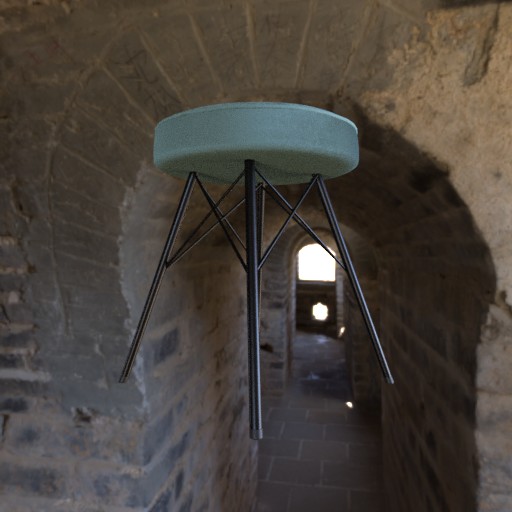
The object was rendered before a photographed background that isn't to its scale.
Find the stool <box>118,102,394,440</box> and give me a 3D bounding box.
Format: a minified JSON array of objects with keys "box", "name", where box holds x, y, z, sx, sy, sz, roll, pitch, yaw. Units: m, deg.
[{"box":[0.000,0.000,0.906,0.457,0.519,0.458,0,0,-36],"name":"stool"}]
